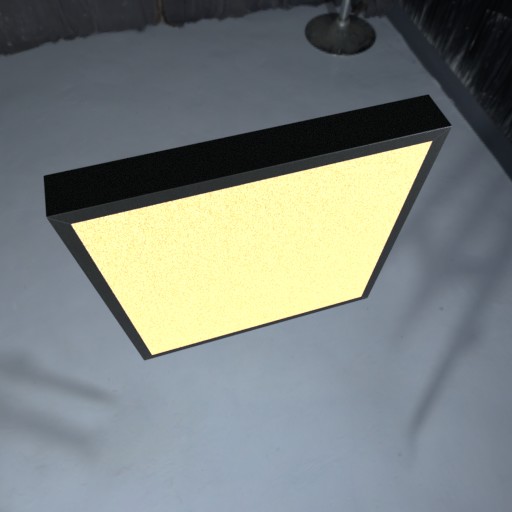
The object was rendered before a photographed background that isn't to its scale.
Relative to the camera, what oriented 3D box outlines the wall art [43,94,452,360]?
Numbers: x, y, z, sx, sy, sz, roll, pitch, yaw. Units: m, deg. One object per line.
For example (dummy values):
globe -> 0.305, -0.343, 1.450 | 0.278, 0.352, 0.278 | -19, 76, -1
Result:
wall art -> 0.000, 0.000, 0.457 | 0.304, 0.304, 0.038 | -14, 60, -8
